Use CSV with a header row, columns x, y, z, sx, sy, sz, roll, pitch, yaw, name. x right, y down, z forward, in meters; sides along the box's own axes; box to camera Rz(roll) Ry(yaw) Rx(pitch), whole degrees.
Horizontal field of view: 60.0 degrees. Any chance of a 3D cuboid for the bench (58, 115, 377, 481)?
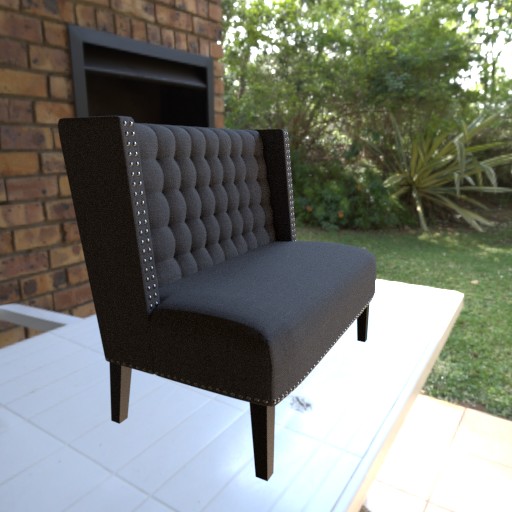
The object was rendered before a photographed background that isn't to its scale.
x,y,z,sx,sy,sz,roll,pitch,yaw,name
0.000,0.000,1.956,0.842,1.121,1.276,7,16,27,bench
